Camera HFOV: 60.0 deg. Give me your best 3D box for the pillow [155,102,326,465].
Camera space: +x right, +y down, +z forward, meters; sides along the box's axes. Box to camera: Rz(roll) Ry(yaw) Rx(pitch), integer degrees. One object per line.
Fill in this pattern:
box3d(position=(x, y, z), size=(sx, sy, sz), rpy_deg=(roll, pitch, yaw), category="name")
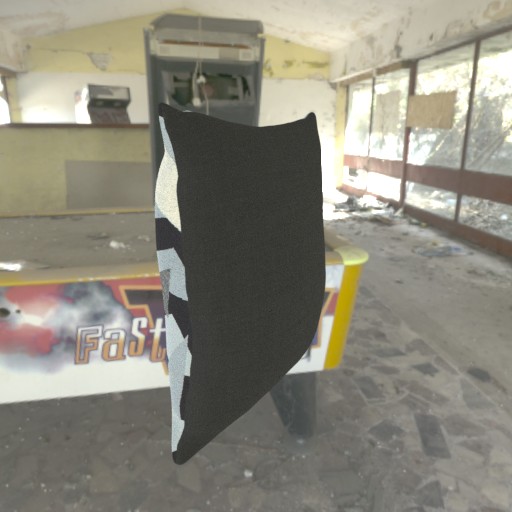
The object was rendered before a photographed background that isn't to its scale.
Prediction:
box3d(position=(0.000, 0.000, 0.775), size=(0.208, 0.496, 0.503), rpy_deg=(8, 17, 26), category="pillow")
